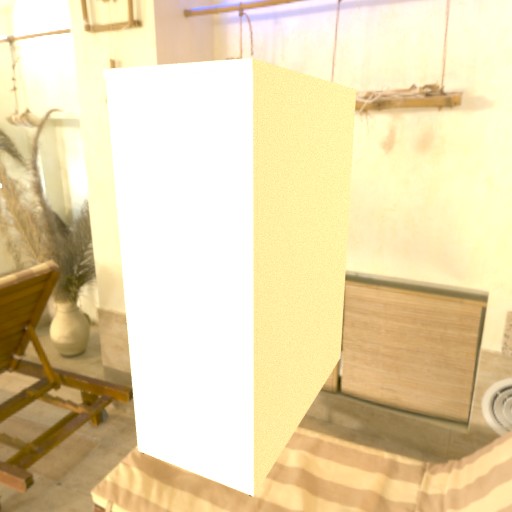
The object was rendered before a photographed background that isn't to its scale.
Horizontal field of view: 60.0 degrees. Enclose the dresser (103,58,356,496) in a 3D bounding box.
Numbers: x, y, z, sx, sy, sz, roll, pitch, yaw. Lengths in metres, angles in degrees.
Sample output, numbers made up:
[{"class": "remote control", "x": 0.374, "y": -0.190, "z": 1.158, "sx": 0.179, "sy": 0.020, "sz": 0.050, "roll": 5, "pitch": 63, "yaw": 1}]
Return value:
[{"class": "dresser", "x": 0.000, "y": 0.000, "z": 1.413, "sx": 0.380, "sy": 1.040, "sz": 0.800, "roll": 8, "pitch": 18, "yaw": 25}]
